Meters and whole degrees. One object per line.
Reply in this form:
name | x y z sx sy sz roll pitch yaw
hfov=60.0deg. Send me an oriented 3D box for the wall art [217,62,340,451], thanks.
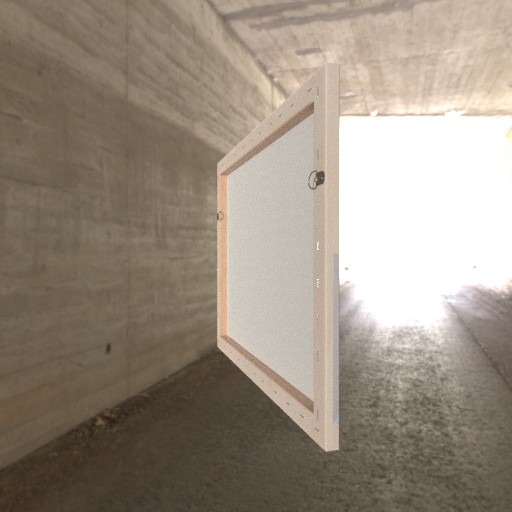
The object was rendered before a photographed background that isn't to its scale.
wall art | 0.000 0.000 1.624 0.042 0.912 1.219 0 0 -17
